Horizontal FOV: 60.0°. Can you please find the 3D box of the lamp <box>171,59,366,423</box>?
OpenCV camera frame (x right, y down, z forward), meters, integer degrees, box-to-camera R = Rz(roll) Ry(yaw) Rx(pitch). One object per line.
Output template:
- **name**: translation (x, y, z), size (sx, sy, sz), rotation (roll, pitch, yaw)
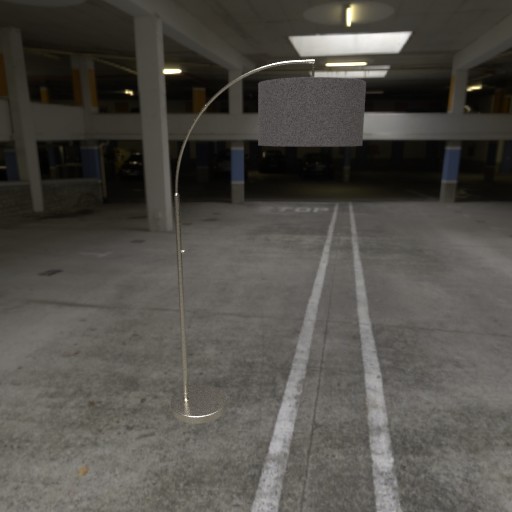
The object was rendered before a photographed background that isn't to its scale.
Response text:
- **lamp**: translation (0.000, 0.000, 2.137), size (0.934, 1.735, 0.452), rotation (3, 16, 11)
